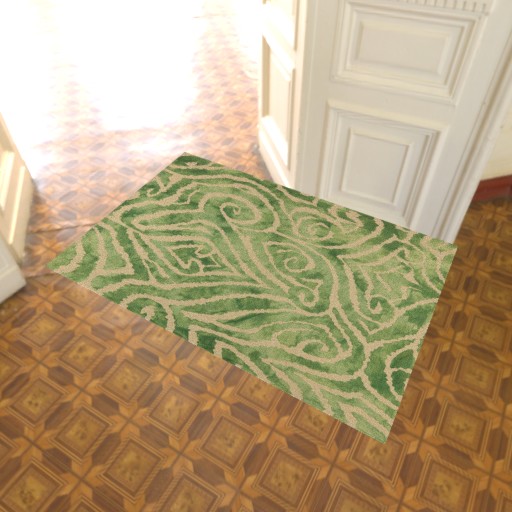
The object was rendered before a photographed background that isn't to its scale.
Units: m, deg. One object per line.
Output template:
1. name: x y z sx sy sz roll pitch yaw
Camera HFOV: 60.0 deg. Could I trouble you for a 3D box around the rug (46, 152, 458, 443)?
1. rug: 0.000 0.000 2.357 1.826 0.006 1.220 23 50 20
